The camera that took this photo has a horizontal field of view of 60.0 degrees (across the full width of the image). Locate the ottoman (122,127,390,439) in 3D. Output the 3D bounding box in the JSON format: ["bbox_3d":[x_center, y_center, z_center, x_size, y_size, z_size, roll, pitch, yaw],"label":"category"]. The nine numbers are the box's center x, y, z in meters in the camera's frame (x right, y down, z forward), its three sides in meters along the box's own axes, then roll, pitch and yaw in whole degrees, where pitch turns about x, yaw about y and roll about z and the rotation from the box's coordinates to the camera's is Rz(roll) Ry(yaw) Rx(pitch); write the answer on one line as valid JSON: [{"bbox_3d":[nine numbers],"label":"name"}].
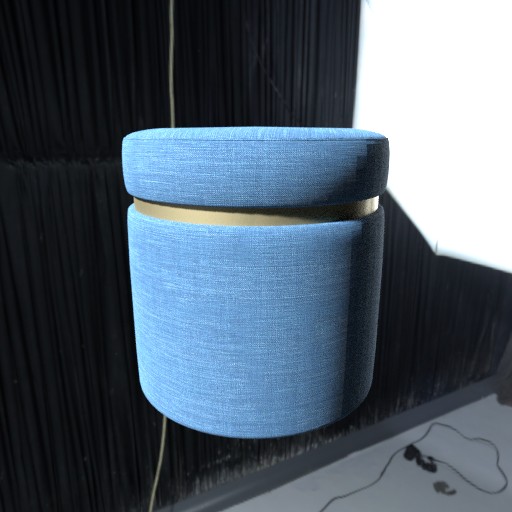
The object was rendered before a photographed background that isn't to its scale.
[{"bbox_3d":[0.000,0.000,0.725,0.398,0.406,0.398,0,16,0],"label":"ottoman"}]
